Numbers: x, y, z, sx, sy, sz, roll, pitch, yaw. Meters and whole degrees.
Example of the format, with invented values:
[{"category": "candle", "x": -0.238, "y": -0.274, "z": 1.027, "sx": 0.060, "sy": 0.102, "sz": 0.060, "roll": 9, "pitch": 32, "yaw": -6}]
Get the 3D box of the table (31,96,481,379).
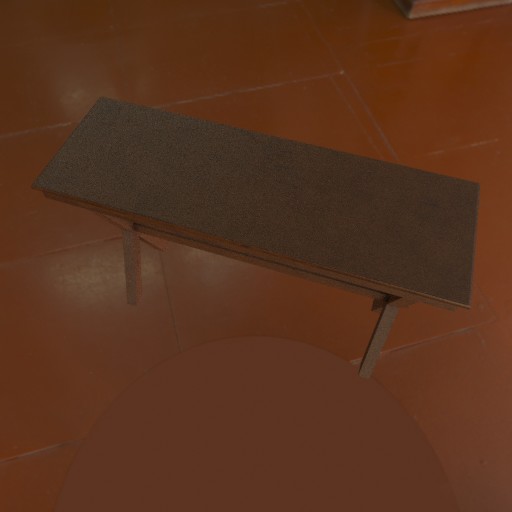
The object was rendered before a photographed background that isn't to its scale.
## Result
[{"category": "table", "x": 0.000, "y": 0.000, "z": 1.559, "sx": 1.197, "sy": 0.763, "sz": 0.399, "roll": 16, "pitch": 59, "yaw": 9}]
